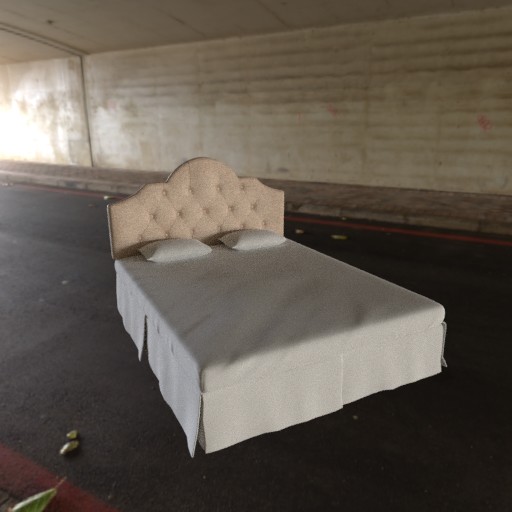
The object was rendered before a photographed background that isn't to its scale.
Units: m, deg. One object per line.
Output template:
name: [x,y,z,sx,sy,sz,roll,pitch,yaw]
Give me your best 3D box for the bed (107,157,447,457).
bed: [0.000,0.000,3.020,1.667,1.194,1.970,-9,19,-27]
